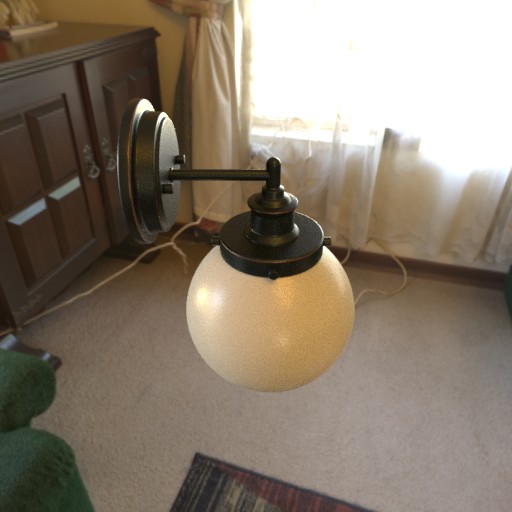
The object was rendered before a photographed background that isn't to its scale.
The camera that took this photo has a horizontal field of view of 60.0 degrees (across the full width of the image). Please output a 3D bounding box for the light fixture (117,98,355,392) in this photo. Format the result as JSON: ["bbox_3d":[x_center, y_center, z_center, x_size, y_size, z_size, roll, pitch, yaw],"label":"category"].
[{"bbox_3d":[0.000,0.000,0.488,0.230,0.332,0.197,0,33,0],"label":"light fixture"}]
